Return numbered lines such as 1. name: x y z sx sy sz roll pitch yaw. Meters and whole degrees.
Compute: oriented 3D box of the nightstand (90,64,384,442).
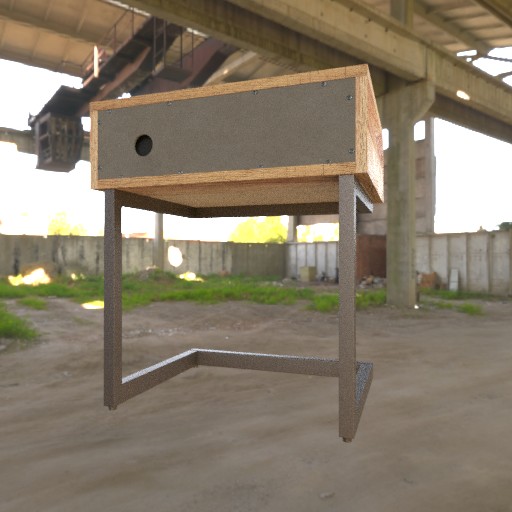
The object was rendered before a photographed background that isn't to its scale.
1. nightstand: 0.000 0.000 1.045 0.558 0.632 0.481 0 0 19
